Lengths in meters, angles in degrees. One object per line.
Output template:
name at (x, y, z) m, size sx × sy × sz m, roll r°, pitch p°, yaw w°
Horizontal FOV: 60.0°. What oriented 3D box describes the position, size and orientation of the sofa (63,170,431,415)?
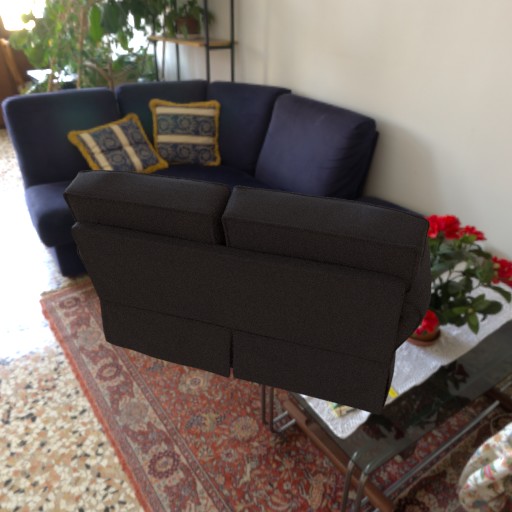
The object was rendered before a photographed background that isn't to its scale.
sofa at (0.000, 0.000, 2.457) m, size 1.801 × 1.059 × 0.997 m, roll 10°, pitch 32°, yaw 16°
